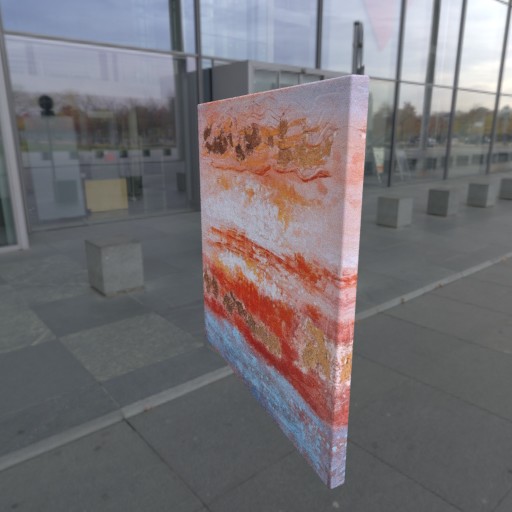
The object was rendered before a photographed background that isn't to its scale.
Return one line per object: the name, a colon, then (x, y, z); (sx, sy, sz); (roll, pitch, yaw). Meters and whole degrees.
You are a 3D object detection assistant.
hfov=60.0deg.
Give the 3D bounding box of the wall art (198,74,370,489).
wall art: (0.000, 0.000, 1.088); (0.035, 0.747, 0.747); (-7, 17, -24)
